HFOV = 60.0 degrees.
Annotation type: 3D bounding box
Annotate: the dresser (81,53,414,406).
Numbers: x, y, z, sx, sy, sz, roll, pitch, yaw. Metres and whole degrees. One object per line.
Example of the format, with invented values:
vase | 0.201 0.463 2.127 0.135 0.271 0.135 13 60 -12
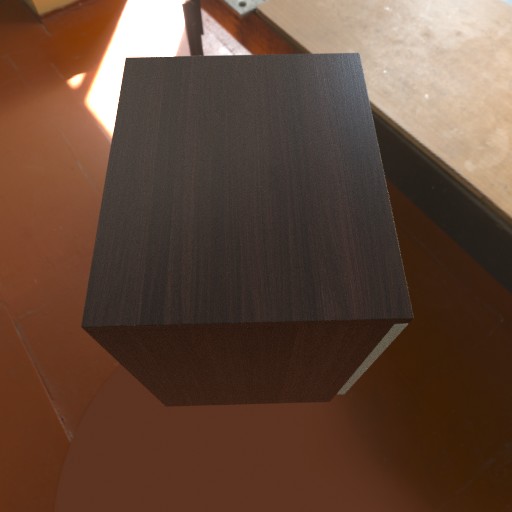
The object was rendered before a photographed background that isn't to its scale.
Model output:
dresser | 0.000 0.000 0.745 0.360 0.470 0.400 -1 62 -1
